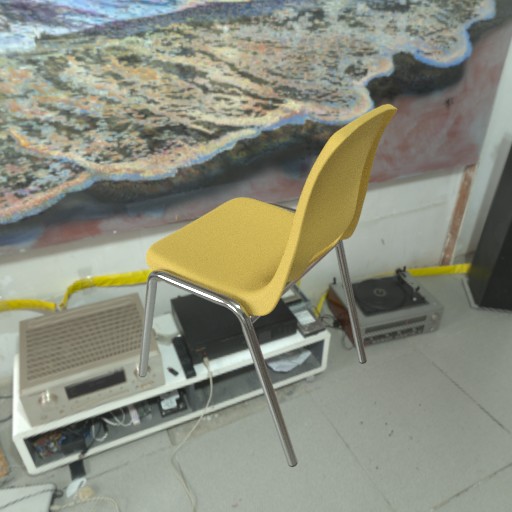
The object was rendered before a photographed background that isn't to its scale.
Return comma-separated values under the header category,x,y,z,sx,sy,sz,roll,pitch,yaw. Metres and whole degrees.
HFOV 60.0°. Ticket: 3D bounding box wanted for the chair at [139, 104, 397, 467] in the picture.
category,x,y,z,sx,sy,sz,roll,pitch,yaw
chair,0.000,0.000,0.922,0.436,0.653,0.381,21,38,29
